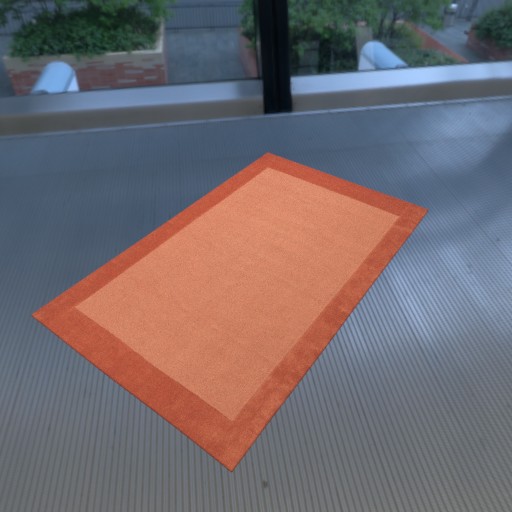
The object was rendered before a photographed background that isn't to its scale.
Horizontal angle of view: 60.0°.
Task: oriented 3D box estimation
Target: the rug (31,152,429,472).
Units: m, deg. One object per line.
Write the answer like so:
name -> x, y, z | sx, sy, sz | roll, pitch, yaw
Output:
rug -> 0.000, 0.000, 3.021 | 1.524, 0.014, 2.438 | 26, 48, 26
